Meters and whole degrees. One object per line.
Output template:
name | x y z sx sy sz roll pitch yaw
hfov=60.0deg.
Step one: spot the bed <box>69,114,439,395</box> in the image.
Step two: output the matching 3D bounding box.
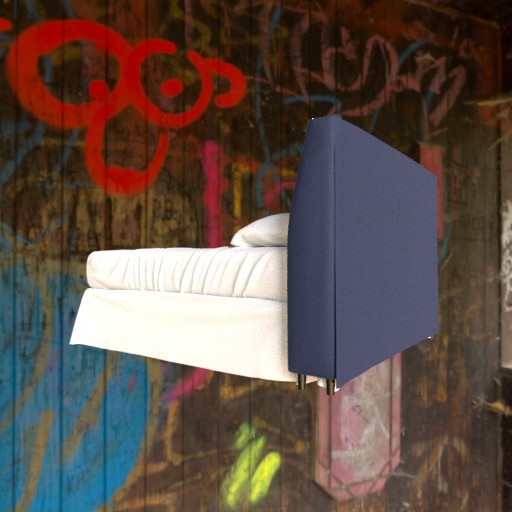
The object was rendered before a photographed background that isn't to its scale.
bed | 0.000 0.000 3.452 2.276 1.332 1.925 0 -1 36
